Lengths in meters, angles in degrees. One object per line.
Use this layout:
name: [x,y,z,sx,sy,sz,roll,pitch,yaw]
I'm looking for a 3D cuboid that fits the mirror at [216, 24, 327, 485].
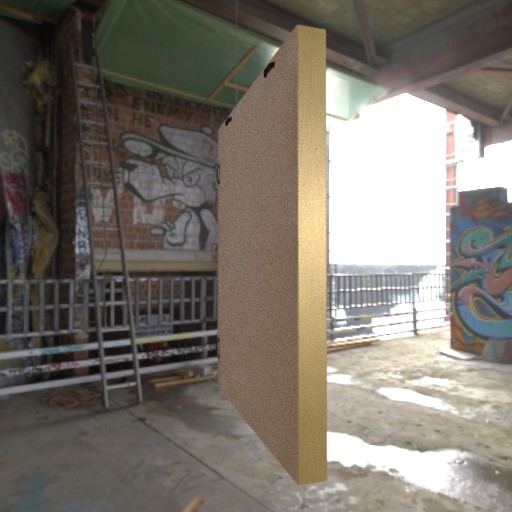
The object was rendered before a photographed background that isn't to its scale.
mirror: [0.000,0.000,0.686,0.041,0.508,0.405,0,-1,-17]
